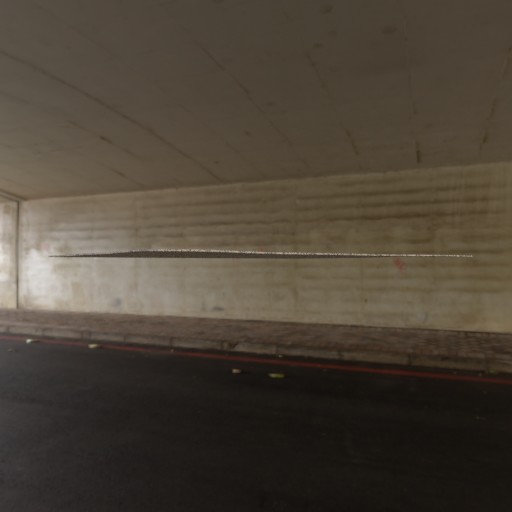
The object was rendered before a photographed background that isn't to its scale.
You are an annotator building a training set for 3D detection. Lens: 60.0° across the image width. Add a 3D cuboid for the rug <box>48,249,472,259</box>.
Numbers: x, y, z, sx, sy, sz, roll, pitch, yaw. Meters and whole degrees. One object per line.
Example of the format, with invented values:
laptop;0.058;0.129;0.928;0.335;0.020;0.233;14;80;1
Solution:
rug;0.000;0.000;4.055;3.054;0.030;2.430;1;-1;-36
